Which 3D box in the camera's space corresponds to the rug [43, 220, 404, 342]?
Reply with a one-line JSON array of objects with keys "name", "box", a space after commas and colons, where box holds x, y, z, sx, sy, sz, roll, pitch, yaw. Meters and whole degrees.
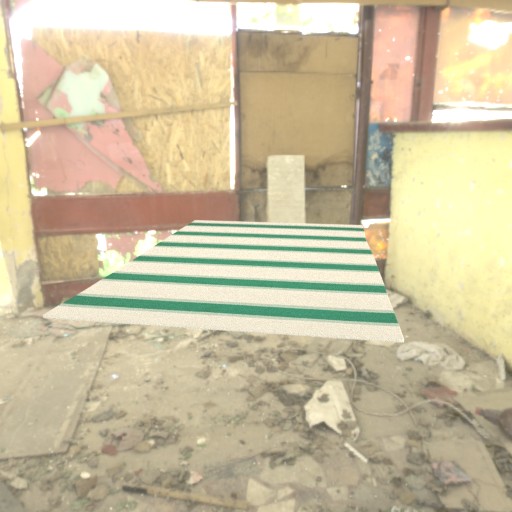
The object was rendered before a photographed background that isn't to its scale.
[{"name": "rug", "box": [0.000, 0.000, 2.314, 1.210, 0.012, 1.829, 2, 15, 9]}]
